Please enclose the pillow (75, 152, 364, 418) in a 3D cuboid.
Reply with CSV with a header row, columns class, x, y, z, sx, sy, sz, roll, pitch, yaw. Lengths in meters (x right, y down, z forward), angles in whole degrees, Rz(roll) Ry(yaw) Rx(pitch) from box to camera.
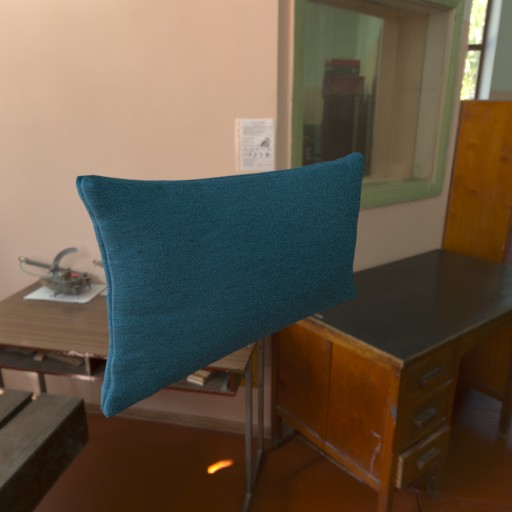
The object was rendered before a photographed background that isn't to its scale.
class,x,y,z,sx,sy,sz,roll,pitch,yaw
pillow,0.000,0.000,0.798,0.210,0.338,0.633,16,23,42
